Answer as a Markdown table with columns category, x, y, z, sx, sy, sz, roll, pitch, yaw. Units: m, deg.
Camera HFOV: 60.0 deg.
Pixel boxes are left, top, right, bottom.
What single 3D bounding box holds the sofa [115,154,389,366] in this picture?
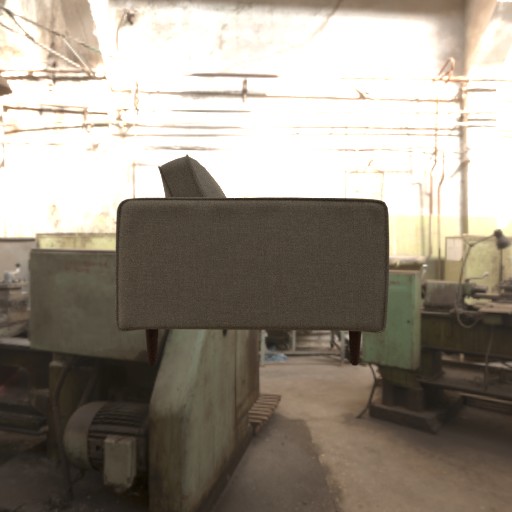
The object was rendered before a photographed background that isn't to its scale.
| category | x | y | z | sx | sy | sz | roll | pitch | yaw |
| --- | --- | --- | --- | --- | --- | --- | --- | --- | --- |
| sofa | 0.000 | 0.000 | 2.365 | 0.914 | 0.762 | 1.879 | 0 | 1 | 0 |
